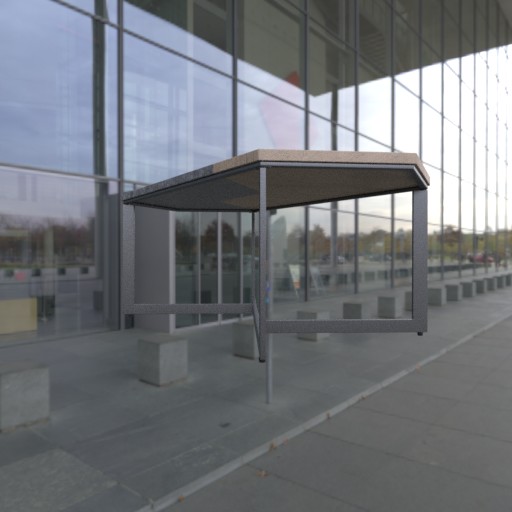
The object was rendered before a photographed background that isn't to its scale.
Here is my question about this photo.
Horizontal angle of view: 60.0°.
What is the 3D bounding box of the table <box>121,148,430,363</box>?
[{"bbox_3d":[0.000,0.000,1.468,0.609,0.457,1.219,0,0,-35],"label":"table"}]
